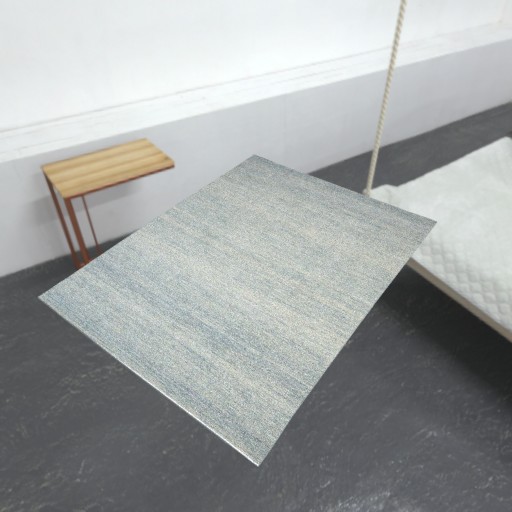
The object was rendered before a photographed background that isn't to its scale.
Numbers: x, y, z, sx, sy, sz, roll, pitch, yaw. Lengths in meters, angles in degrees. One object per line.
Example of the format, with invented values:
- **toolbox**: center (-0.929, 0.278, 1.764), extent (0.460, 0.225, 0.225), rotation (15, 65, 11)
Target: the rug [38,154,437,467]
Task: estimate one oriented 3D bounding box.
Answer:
- **rug**: center (0.000, 0.000, 4.354), extent (2.461, 0.046, 3.237), rotation (27, 48, 27)
